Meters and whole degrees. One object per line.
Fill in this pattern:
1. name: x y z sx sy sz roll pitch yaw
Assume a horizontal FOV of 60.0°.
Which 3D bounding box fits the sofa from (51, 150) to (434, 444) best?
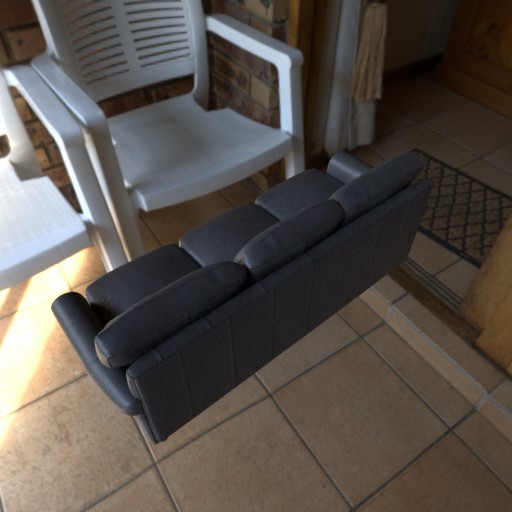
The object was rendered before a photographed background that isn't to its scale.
1. sofa: 0.000 0.000 2.837 2.387 0.977 0.974 -31 54 -26
